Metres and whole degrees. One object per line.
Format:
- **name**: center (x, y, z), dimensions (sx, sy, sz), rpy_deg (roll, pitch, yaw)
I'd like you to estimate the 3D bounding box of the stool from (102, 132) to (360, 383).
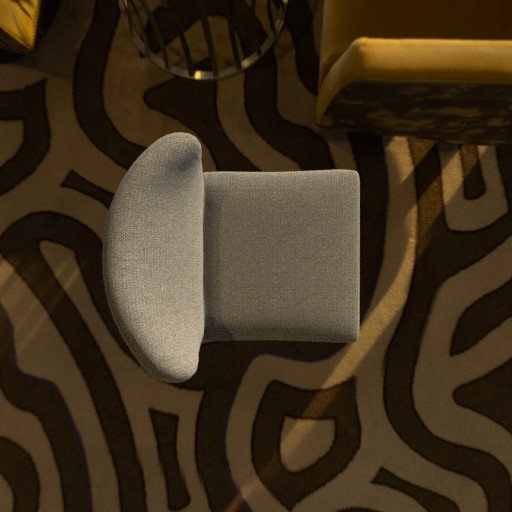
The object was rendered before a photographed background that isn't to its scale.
- **stool**: center (0.000, 0.000, 1.278), dimensions (0.568, 0.968, 0.479), rpy_deg (0, 91, 0)
